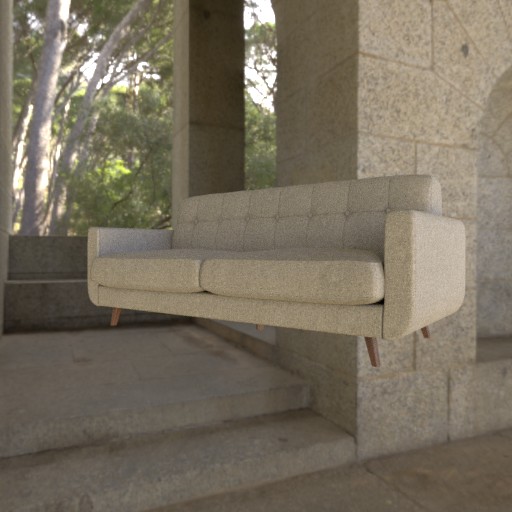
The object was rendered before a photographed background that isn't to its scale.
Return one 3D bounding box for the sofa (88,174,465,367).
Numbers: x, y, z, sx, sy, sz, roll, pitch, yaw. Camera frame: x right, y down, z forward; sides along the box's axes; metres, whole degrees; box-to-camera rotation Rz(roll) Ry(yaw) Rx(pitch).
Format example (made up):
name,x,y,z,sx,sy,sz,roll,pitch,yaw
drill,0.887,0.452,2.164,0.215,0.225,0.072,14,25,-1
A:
name,x,y,z,sx,sy,sz,roll,pitch,yaw
sofa,0.000,0.000,2.564,2.055,0.873,0.968,0,1,36
